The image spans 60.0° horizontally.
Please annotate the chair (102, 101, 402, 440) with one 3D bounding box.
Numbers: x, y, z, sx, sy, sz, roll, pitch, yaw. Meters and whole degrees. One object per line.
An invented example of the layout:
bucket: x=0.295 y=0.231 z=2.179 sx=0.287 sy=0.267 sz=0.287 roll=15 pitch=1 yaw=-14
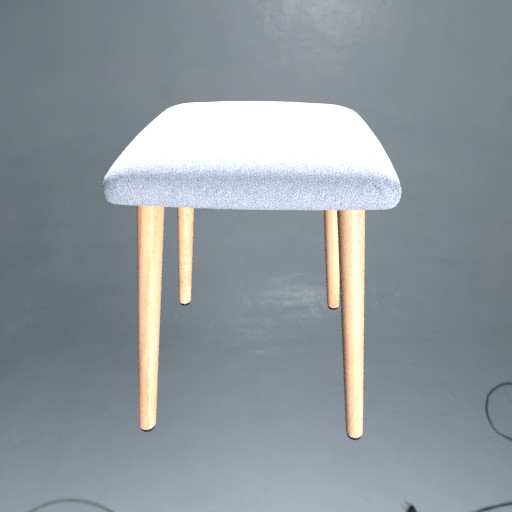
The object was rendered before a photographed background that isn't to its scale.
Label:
chair: x=0.000 y=0.000 z=0.711 sx=0.350 sy=0.440 sz=0.350 roll=1 pitch=31 yaw=2
